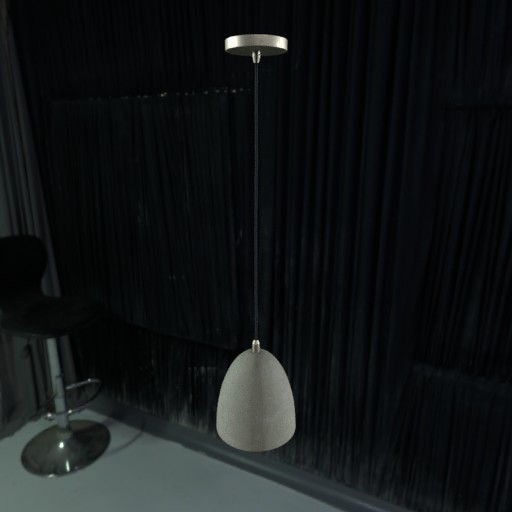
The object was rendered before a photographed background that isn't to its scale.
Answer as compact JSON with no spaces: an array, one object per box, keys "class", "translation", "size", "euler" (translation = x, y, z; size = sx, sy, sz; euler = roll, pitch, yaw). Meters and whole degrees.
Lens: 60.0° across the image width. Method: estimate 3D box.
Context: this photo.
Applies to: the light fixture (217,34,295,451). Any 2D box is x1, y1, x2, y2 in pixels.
[{"class":"light fixture","translation":[0.000,0.000,0.856],"size":[0.170,0.759,0.170],"euler":[7,18,24]}]
